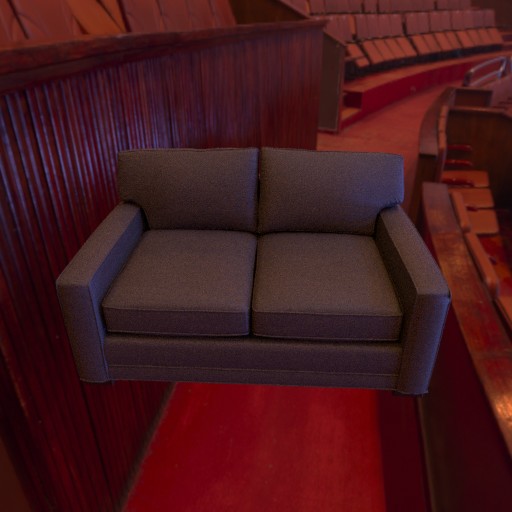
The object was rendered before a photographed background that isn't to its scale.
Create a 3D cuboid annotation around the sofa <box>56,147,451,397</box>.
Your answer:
[{"bbox_3d":[0.000,0.000,2.162,1.534,0.887,0.974,1,29,2],"label":"sofa"}]
